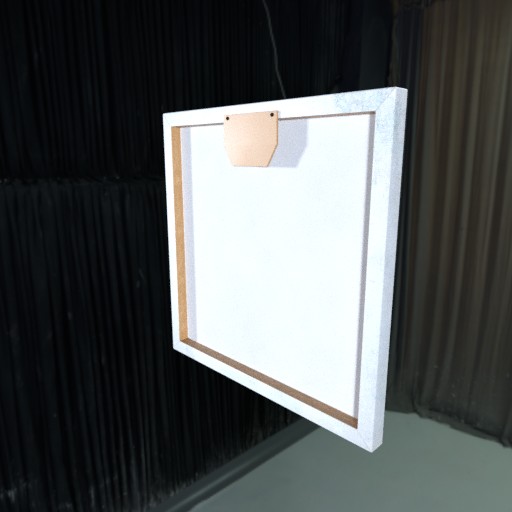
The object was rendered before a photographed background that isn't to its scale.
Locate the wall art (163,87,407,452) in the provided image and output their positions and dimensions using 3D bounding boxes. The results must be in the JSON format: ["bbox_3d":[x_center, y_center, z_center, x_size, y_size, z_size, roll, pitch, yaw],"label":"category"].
[{"bbox_3d":[0.000,0.000,0.928,0.044,0.605,0.605,-12,18,-43],"label":"wall art"}]
